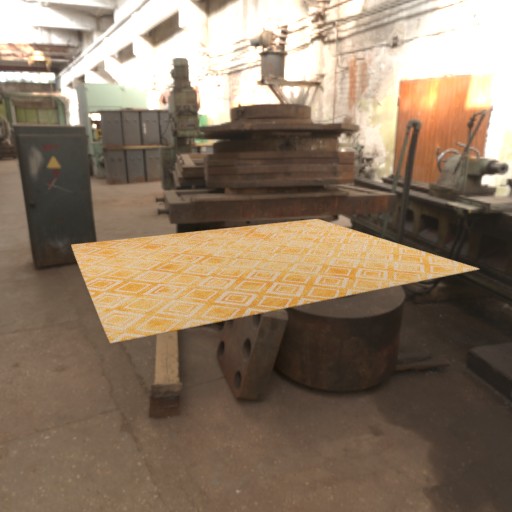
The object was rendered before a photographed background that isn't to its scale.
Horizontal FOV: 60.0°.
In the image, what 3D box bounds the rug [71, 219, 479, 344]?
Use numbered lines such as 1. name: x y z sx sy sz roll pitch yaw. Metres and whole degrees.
1. rug: 0.000 0.000 4.151 3.037 0.011 2.433 -8 18 -26
